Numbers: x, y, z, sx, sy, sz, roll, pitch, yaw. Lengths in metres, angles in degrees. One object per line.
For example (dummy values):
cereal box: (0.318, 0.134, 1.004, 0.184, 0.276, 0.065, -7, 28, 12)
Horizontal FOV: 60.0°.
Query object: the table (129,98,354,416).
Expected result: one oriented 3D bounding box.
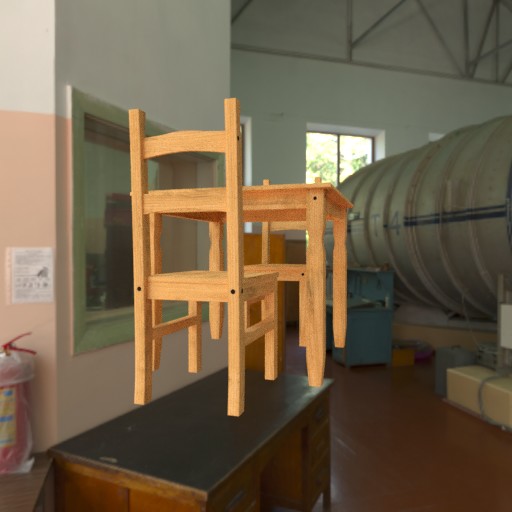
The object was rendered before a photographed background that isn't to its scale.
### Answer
table: (0.000, 0.000, 2.066, 0.813, 0.942, 1.501, 0, 1, 18)
